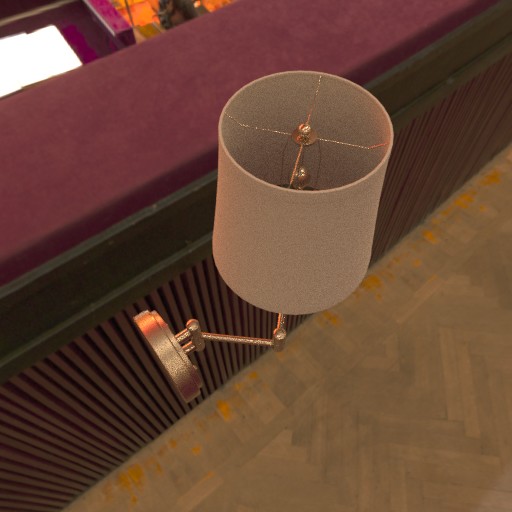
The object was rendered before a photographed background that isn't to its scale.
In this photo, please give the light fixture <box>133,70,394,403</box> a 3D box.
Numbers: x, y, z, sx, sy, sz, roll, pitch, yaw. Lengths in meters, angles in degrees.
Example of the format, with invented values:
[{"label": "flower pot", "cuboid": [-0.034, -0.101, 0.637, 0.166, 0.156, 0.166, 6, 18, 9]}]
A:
[{"label": "light fixture", "cuboid": [0.000, 0.000, 0.590, 0.348, 0.381, 0.223, -32, 64, -18]}]
